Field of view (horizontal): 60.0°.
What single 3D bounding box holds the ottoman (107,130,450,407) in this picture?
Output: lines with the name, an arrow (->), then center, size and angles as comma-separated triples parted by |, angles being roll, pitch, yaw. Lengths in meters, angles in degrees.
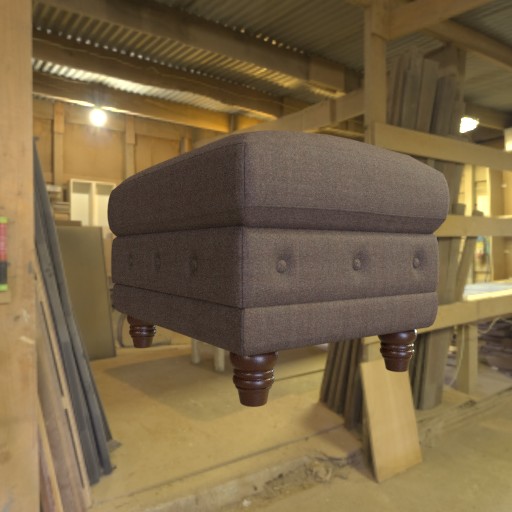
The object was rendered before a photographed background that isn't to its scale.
ottoman -> 0.000, 0.000, 1.224 | 0.599, 0.555, 0.809 | 0, 1, -34
